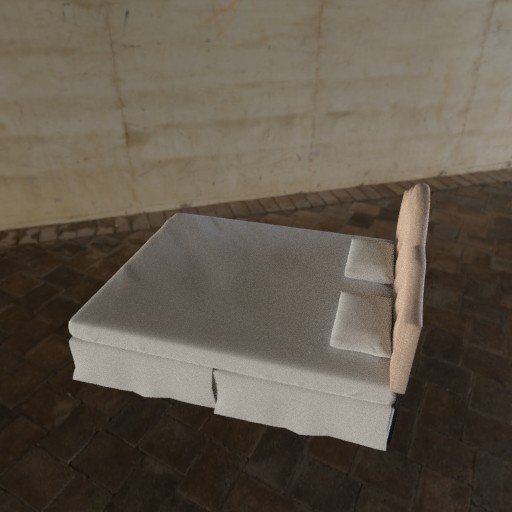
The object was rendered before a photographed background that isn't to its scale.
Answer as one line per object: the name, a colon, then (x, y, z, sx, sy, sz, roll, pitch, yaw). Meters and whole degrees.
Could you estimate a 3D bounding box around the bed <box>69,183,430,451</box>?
bed: (0.000, 0.000, 2.942, 1.970, 1.194, 1.667, 9, 33, 14)
